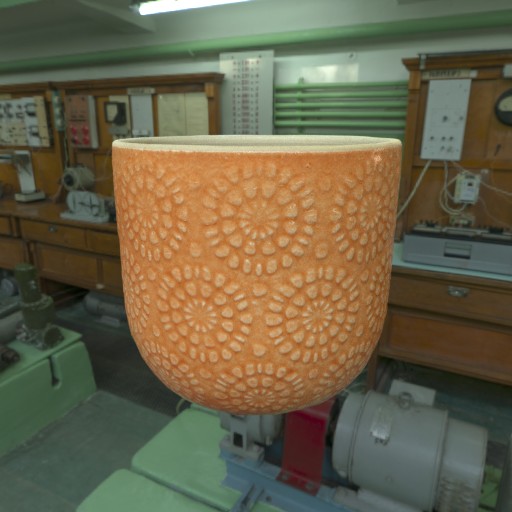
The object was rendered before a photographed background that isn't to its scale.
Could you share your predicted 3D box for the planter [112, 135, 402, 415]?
[{"bbox_3d":[0.000,0.000,0.283,0.170,0.152,0.170,0,17,0],"label":"planter"}]
